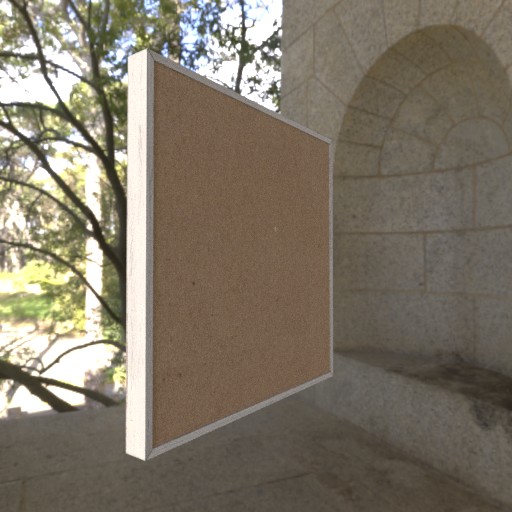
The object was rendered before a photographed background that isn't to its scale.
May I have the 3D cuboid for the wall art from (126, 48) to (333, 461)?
[{"bbox_3d":[0.000,0.000,0.761,0.038,0.508,0.508,-1,-1,36],"label":"wall art"}]
